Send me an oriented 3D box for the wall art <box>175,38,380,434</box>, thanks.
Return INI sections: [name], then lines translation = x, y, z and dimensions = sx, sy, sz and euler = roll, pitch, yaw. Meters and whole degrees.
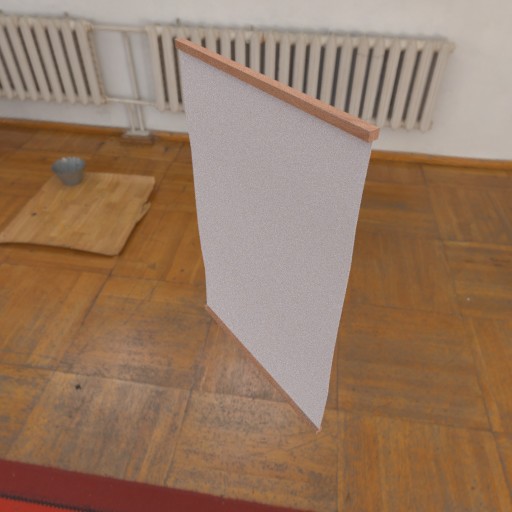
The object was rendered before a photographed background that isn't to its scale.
[wall art]
translation = 0.000, 0.000, 0.636
dimensions = 0.012, 0.508, 0.332
euler = -26, 47, -27
